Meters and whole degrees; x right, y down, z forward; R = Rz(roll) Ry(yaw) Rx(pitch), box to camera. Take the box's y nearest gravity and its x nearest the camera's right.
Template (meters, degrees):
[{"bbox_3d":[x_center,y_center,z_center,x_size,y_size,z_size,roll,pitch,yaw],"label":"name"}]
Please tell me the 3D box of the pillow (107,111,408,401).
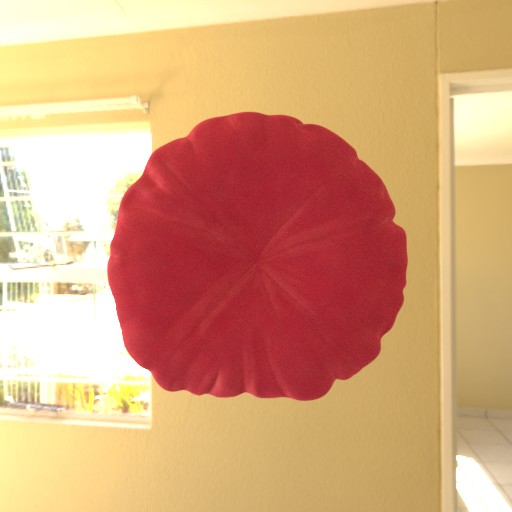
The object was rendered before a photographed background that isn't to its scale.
[{"bbox_3d":[0.000,0.000,0.642,0.428,0.407,0.148,0,-2,0],"label":"pillow"}]
